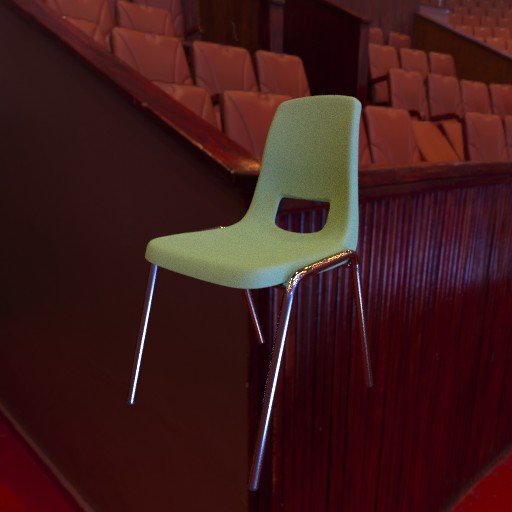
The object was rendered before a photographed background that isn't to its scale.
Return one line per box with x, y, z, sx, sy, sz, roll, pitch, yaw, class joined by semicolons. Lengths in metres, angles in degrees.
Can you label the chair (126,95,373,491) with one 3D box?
0.000;0.000;0.917;0.381;0.653;0.436;13;20;40;chair
